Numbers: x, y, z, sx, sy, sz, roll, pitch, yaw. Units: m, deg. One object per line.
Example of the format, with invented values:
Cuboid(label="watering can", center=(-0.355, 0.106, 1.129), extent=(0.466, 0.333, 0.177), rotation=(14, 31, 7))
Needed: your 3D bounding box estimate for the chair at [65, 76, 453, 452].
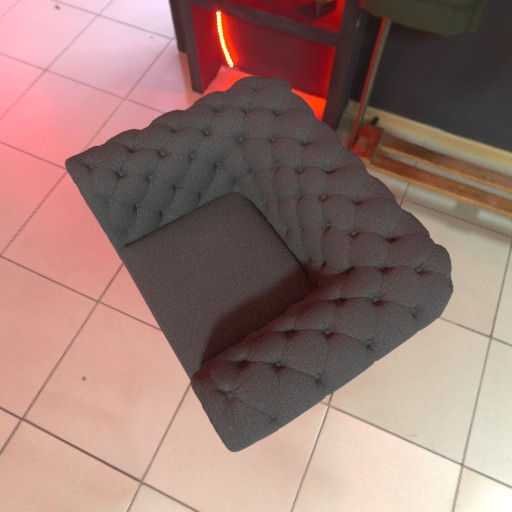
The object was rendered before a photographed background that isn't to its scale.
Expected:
Cuboid(label="chair", center=(0.000, 0.000, 1.871), extent=(0.976, 0.770, 1.270), rotation=(-30, 67, -14))
